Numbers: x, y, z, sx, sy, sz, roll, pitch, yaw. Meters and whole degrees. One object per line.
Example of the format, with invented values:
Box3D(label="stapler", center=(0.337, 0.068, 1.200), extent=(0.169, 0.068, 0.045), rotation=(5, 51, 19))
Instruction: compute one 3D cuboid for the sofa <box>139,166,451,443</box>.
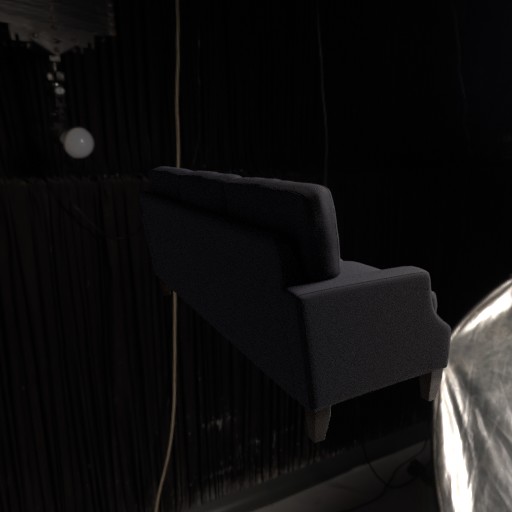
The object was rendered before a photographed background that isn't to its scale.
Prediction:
Box3D(label="sofa", center=(0.000, 0.000, 2.604), extent=(0.888, 0.984, 2.115), rotation=(-7, 15, -27))
